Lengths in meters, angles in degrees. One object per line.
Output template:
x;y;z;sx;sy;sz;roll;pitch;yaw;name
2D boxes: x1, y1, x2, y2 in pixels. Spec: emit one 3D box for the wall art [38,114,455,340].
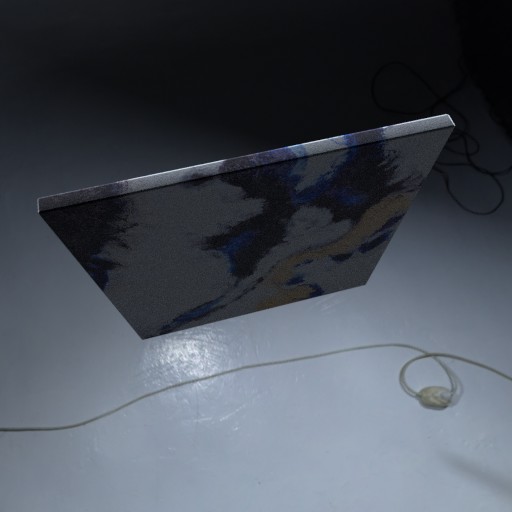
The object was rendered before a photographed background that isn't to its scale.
0.000;0.000;1.314;0.887;0.885;0.038;-13;64;-6;wall art
